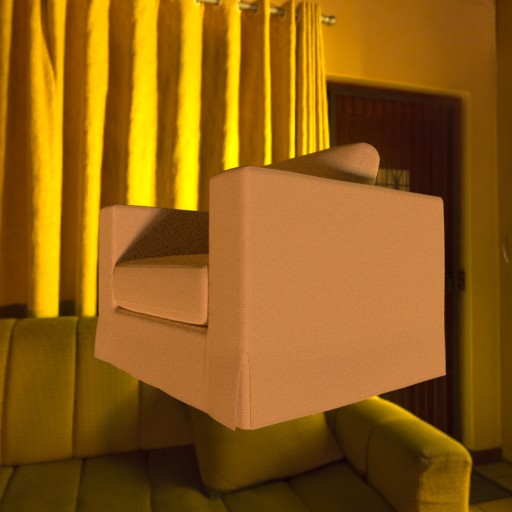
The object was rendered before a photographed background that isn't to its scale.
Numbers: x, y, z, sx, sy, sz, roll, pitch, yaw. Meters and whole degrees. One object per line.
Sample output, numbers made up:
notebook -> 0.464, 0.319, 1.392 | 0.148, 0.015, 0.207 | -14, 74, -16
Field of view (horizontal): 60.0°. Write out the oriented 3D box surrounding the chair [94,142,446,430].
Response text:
chair -> 0.000, 0.000, 1.809 | 0.957, 0.878, 1.150 | 1, -1, -37
